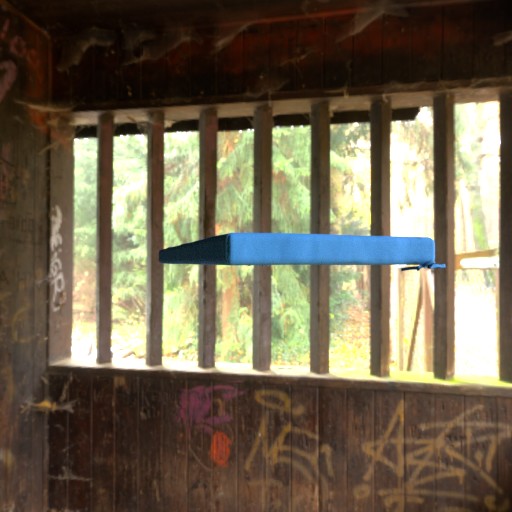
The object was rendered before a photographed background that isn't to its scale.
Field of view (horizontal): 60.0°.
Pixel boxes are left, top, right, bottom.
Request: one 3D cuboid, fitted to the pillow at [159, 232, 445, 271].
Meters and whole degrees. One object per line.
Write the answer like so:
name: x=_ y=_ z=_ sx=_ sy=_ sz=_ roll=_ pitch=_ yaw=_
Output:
pillow: x=0.000 y=0.000 z=1.397 sx=0.492 sy=0.081 sz=1.187 roll=0 pitch=-1 yaw=-18
